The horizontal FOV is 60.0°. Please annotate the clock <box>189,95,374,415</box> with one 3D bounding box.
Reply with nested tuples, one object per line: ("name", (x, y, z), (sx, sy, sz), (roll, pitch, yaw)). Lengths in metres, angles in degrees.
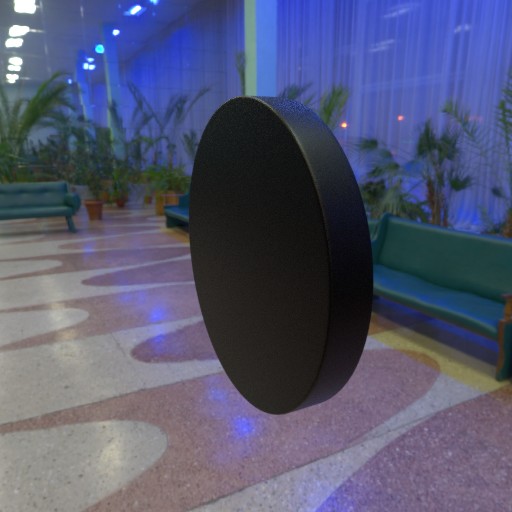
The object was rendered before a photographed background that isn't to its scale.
("clock", (0.000, 0.000, 0.462), (0.040, 0.314, 0.314), (-7, 16, -26))
